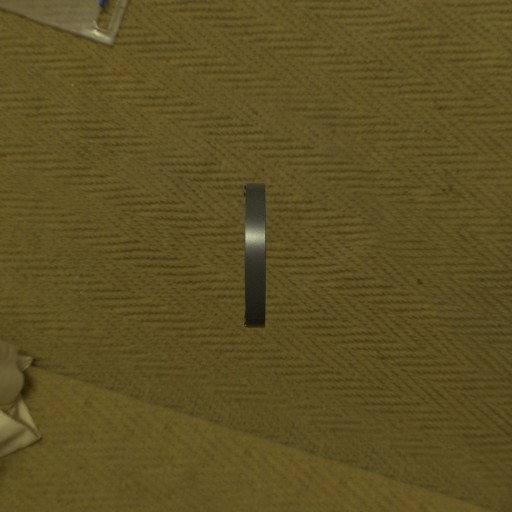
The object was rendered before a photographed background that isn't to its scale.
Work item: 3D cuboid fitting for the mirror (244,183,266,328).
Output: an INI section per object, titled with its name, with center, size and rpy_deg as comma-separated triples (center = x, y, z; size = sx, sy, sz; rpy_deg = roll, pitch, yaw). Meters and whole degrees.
[mirror]
center = 0.000, 0.000, 1.080
size = 0.032, 0.991, 0.222
rpy_deg = 0, 90, 0
